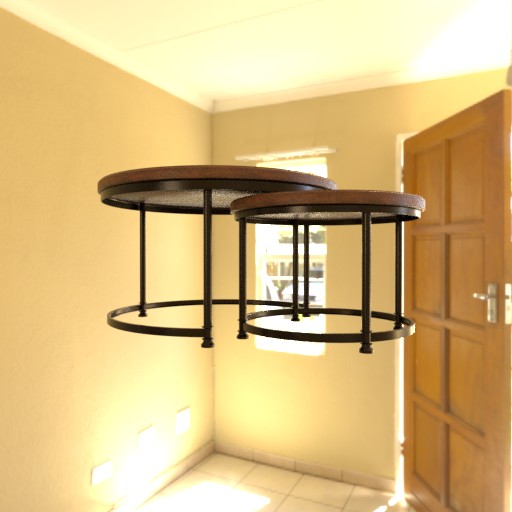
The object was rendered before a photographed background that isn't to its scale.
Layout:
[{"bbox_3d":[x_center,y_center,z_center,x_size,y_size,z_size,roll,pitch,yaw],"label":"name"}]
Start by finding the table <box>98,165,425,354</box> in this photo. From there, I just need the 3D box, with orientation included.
[{"bbox_3d":[0.000,0.000,1.629,1.152,0.516,0.870,0,0,17],"label":"table"}]
